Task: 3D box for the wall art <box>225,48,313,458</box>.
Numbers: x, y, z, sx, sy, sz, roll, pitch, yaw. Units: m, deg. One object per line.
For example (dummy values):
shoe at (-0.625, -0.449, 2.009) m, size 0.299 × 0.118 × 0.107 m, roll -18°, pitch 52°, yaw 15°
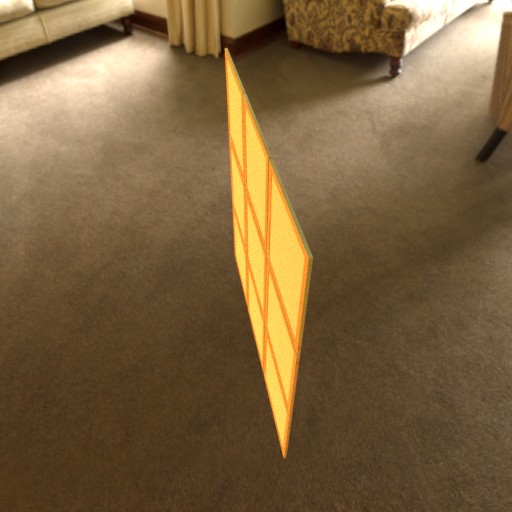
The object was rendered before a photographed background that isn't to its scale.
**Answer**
wall art at (0.000, 0.000, 2.297) m, size 0.013 × 1.523 × 1.517 m, roll -8°, pitch 47°, yaw -8°
